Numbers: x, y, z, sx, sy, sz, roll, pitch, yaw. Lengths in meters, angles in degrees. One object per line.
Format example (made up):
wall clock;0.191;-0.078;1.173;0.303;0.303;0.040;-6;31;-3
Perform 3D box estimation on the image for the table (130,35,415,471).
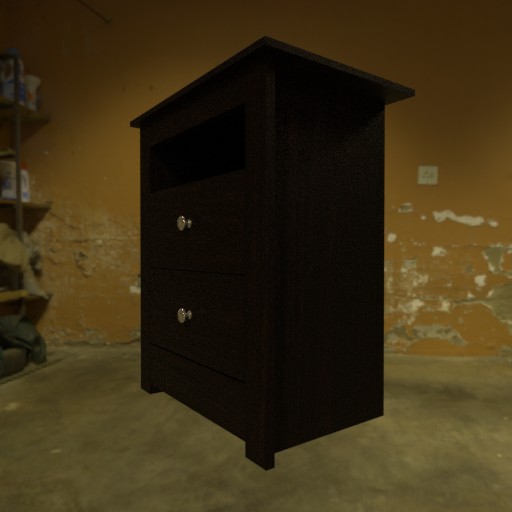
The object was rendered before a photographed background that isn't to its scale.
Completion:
table;0.000;0.000;1.066;0.406;0.711;0.591;-1;1;-36
